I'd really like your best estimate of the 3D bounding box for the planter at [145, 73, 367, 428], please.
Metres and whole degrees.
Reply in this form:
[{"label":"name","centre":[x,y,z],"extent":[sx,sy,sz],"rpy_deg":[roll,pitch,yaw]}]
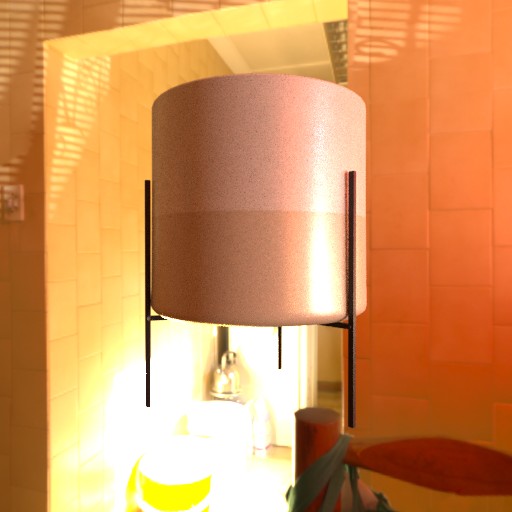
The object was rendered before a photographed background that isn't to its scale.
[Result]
[{"label":"planter","centre":[0.000,0.000,0.757],"extent":[0.368,0.484,0.359],"rpy_deg":[0,1,-16]}]
